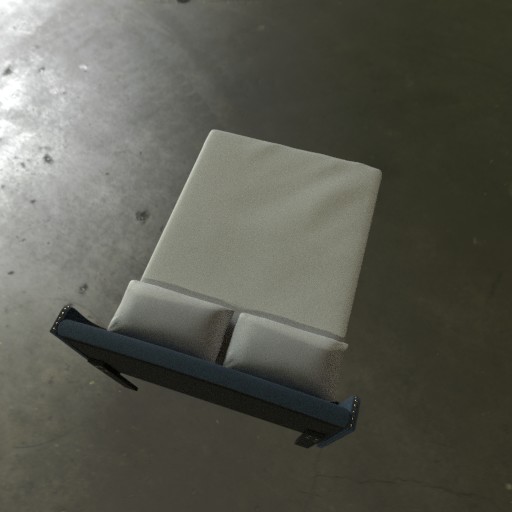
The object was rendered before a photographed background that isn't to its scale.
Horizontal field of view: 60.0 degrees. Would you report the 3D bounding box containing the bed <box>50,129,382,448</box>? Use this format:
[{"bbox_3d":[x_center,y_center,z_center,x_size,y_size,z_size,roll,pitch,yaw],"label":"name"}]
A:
[{"bbox_3d":[0.000,0.000,3.338,1.710,1.407,2.237,16,65,8],"label":"bed"}]
